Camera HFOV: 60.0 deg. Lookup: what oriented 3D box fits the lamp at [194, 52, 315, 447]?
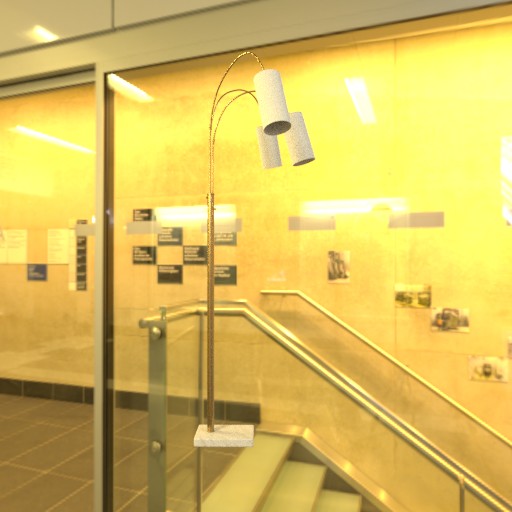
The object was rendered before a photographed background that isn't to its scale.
[{"bbox_3d":[0.000,0.000,2.504,0.667,2.055,1.020,0,0,1],"label":"lamp"}]
